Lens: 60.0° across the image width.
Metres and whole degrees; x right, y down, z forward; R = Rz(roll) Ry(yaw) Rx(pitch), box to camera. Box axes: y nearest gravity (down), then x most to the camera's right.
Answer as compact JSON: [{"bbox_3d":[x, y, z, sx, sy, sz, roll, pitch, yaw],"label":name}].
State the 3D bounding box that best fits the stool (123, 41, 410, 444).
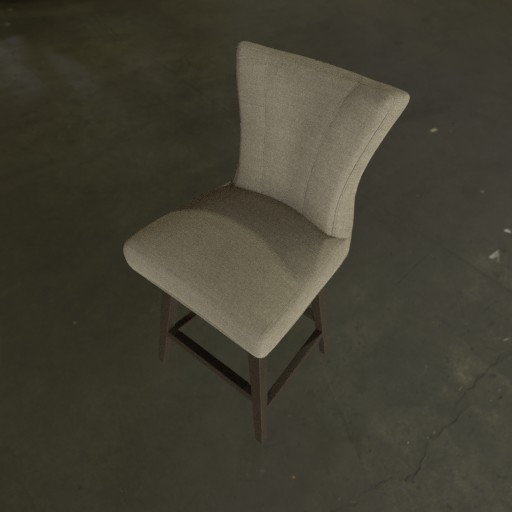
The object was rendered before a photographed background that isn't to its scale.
[{"bbox_3d":[0.000,0.000,1.330,0.514,1.000,0.574,30,53,26],"label":"stool"}]
